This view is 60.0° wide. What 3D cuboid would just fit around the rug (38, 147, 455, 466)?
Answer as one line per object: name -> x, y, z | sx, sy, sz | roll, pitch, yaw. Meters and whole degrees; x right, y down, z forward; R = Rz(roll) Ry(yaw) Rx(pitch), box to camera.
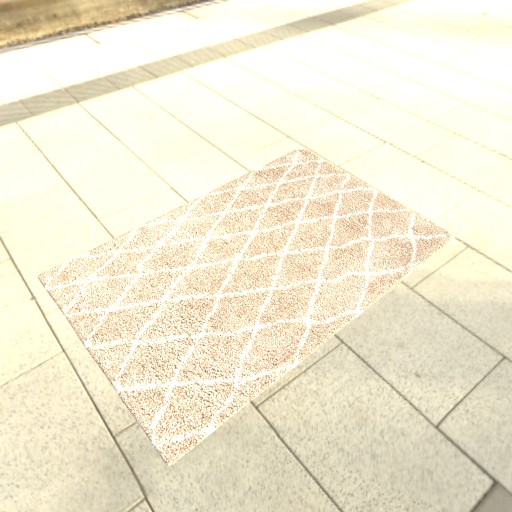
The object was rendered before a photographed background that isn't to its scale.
rug -> 0.000, 0.000, 3.429 | 2.743, 0.030, 1.778 | -31, 53, -27
